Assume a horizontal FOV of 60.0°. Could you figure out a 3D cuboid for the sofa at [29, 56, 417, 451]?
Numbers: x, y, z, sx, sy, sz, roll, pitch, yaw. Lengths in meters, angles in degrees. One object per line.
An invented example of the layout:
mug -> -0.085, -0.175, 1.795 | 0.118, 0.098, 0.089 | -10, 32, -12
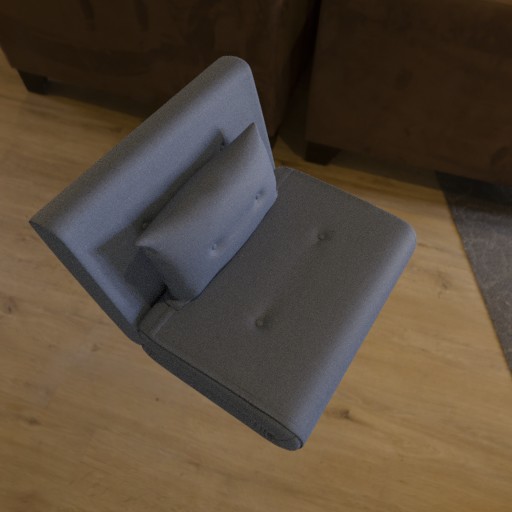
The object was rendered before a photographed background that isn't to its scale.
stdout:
sofa -> 0.000, 0.000, 1.708 | 0.996, 0.860, 0.999 | 29, 62, 17
